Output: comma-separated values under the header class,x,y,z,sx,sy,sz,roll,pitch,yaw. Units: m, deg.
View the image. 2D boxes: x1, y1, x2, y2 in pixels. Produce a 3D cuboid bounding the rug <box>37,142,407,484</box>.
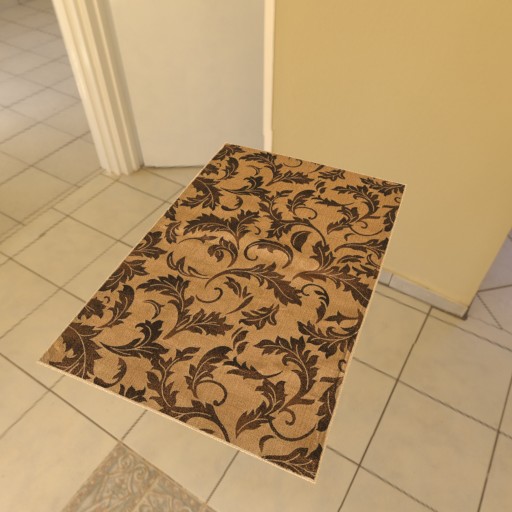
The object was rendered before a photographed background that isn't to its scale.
class,x,y,z,sx,sy,sz,roll,pitch,yaw
rug,0.000,0.000,2.818,1.522,0.008,2.284,17,48,16
